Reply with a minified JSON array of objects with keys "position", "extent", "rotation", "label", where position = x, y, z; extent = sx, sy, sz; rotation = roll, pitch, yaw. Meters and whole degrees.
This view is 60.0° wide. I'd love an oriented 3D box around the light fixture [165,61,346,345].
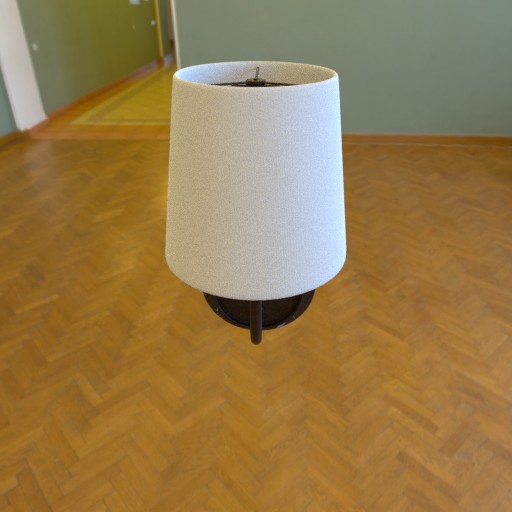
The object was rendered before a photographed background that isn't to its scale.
[{"position":[0.000,0.000,0.433],"extent":[0.168,0.337,0.188],"rotation":[1,31,2],"label":"light fixture"}]
